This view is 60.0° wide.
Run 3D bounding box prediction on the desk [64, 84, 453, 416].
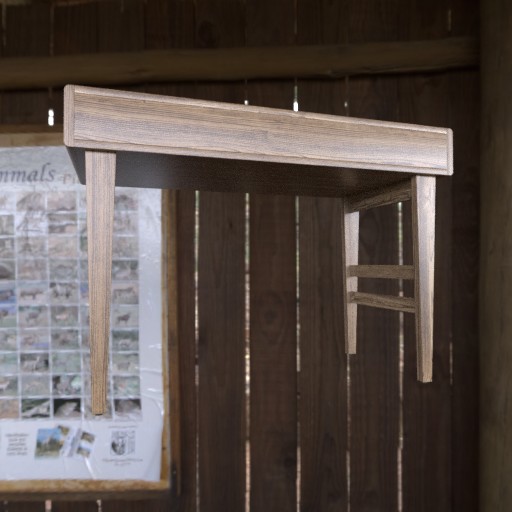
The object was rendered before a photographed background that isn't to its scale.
[{"bbox_3d":[0.000,0.000,1.391,1.067,0.755,0.508,0,-1,-18],"label":"desk"}]
